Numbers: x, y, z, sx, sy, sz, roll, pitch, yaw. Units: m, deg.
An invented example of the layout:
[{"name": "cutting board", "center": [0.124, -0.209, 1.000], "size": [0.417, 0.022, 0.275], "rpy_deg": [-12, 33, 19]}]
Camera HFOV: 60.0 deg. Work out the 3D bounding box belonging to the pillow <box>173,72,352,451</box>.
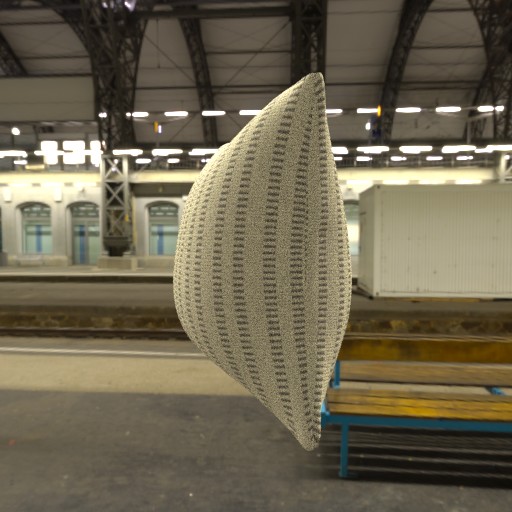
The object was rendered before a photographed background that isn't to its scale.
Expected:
[{"name": "pillow", "center": [0.000, 0.000, 0.690], "size": [0.247, 0.419, 0.438], "rpy_deg": [-1, 3, -17]}]
